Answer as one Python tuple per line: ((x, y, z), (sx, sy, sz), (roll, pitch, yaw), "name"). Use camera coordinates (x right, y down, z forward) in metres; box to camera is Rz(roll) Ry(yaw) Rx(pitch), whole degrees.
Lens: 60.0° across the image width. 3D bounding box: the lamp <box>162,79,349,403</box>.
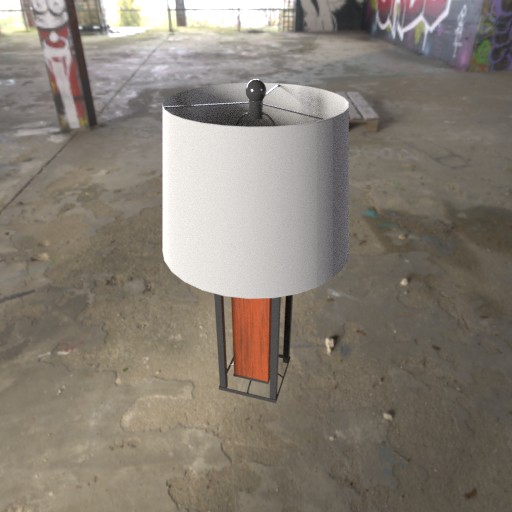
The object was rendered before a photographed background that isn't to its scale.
((0.000, 0.000, 0.785), (0.320, 0.591, 0.320), (0, 32, 0), "lamp")
